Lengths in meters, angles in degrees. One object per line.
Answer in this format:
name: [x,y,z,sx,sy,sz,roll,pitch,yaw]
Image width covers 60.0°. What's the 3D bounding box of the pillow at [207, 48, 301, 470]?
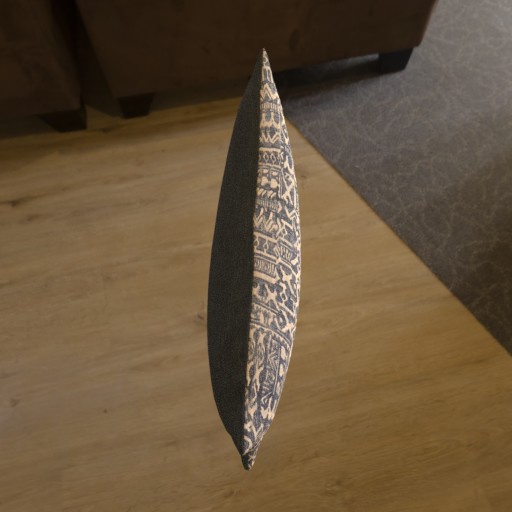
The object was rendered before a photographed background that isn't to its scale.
pillow: [0.000,0.000,0.722,0.148,0.292,0.631,2,64,1]
